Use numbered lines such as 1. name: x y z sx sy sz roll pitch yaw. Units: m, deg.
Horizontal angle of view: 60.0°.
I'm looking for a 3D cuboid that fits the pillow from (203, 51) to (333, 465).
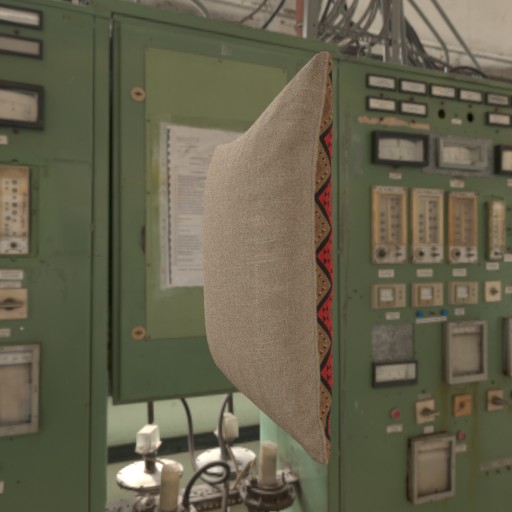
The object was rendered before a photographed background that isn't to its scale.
1. pillow: 0.000 0.000 0.782 0.158 0.511 0.513 0 0 -19
